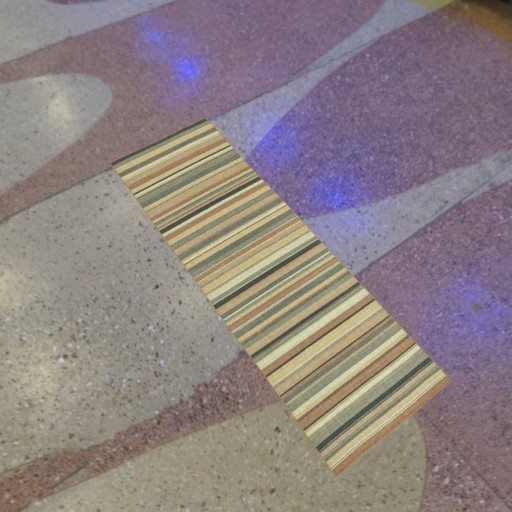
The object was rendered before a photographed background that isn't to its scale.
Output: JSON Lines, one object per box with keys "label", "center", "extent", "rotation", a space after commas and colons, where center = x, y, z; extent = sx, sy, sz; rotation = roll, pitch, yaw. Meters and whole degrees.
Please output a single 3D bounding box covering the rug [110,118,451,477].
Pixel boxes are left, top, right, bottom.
{"label": "rug", "center": [0.000, 0.000, 2.727], "extent": [0.799, 0.010, 2.444], "rotation": [-31, 64, -17]}
